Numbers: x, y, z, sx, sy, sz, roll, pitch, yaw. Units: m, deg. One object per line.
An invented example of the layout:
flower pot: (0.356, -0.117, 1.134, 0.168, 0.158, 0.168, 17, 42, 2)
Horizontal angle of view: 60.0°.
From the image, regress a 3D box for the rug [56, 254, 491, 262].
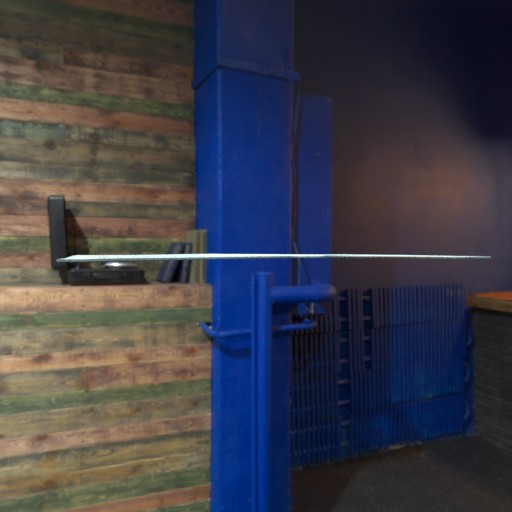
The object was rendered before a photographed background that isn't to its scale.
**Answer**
rug: (0.000, 0.000, 2.884, 2.260, 0.026, 1.611, 0, 1, -19)
